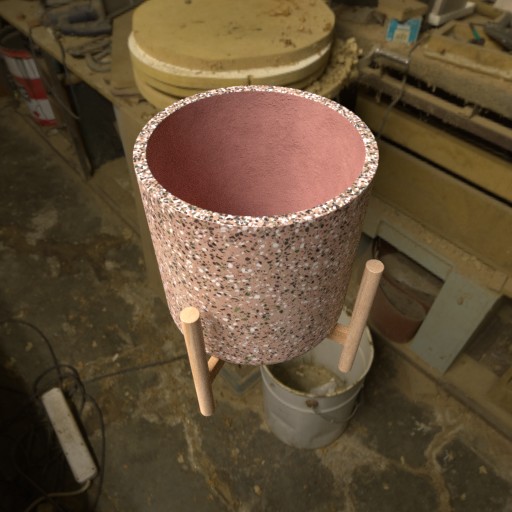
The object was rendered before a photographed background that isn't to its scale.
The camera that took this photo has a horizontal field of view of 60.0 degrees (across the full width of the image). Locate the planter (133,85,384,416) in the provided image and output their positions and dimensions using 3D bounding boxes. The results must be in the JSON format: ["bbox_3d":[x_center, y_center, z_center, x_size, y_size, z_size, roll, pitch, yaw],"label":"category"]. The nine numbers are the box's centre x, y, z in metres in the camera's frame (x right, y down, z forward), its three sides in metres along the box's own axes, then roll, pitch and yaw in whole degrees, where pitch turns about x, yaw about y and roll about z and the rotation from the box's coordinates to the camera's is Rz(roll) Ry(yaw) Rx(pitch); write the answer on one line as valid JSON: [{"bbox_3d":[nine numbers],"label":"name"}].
[{"bbox_3d":[0.000,0.000,0.709,0.360,0.419,0.360,-32,55,-26],"label":"planter"}]
